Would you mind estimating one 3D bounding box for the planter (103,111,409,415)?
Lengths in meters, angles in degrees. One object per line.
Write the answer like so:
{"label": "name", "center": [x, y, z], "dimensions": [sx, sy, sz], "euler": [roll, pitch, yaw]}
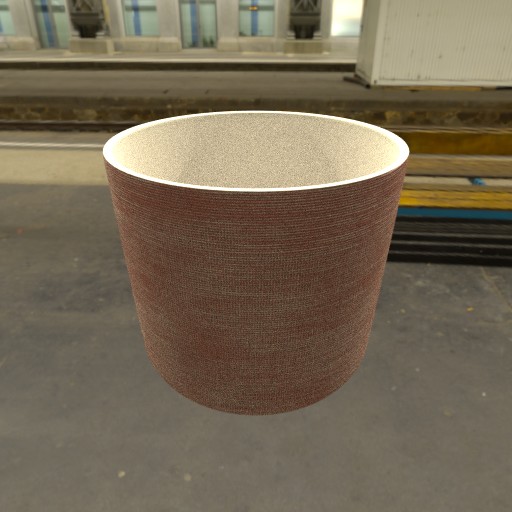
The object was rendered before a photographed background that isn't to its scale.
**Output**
{"label": "planter", "center": [0.000, 0.000, 0.759], "dimensions": [0.440, 0.398, 0.440], "euler": [0, 29, 0]}
